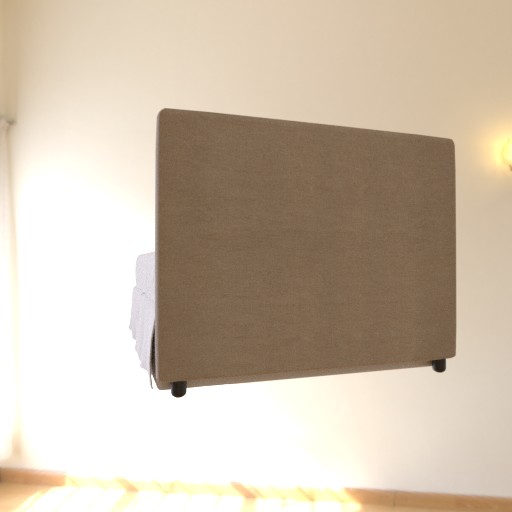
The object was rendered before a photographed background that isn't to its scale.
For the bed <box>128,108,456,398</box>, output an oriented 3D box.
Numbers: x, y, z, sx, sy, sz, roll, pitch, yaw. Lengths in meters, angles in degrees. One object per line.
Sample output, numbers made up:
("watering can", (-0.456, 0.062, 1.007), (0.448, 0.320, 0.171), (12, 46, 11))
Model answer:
("bed", (0.000, 0.000, 3.232), (1.713, 1.330, 2.162), (0, -1, -18))
